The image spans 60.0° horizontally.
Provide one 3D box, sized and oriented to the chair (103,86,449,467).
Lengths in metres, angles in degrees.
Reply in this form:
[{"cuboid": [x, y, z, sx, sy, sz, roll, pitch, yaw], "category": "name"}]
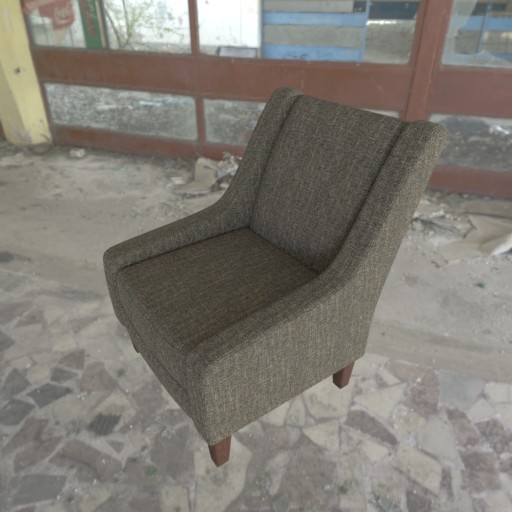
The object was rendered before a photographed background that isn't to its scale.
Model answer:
[{"cuboid": [0.000, 0.000, 1.665, 0.944, 1.012, 0.793, -21, 37, -30], "category": "chair"}]
